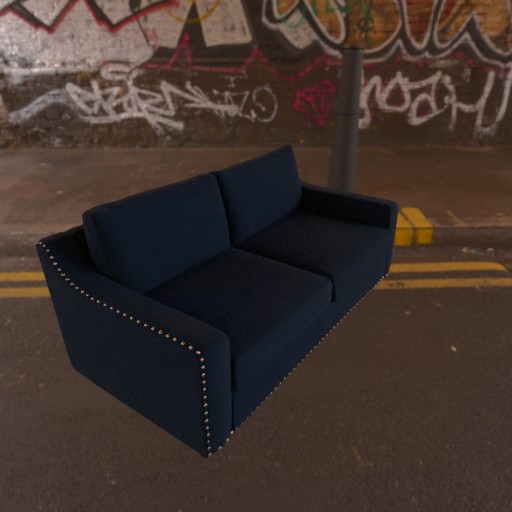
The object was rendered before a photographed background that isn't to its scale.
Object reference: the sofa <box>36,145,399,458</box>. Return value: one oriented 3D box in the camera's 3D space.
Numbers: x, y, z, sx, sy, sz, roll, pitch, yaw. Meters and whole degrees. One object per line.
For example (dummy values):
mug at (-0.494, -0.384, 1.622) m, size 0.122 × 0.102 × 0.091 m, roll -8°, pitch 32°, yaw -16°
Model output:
sofa at (0.000, 0.000, 2.743) m, size 1.104 × 0.983 × 2.107 m, roll 18°, pitch 31°, yaw 32°
